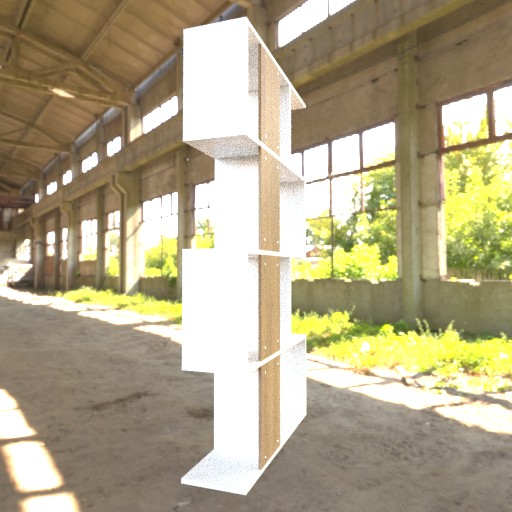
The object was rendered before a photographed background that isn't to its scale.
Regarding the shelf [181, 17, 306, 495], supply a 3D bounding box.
[{"bbox_3d":[0.000,0.000,1.988,0.250,1.650,0.890,-1,-2,20],"label":"shelf"}]
